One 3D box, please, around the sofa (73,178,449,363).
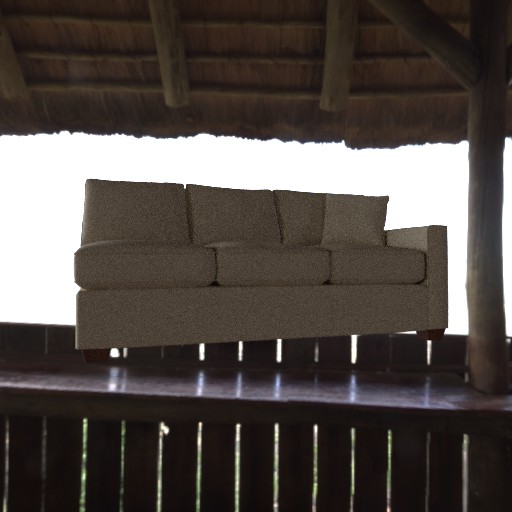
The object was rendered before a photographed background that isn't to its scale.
[{"bbox_3d":[0.000,0.000,2.627,1.963,0.946,1.034,0,-1,-18],"label":"sofa"}]
